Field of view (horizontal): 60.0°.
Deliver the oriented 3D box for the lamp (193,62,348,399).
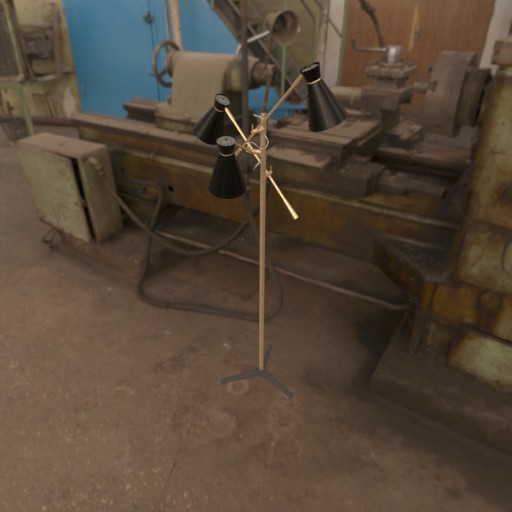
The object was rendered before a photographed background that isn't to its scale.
[{"bbox_3d":[0.000,0.000,2.173,0.750,1.804,0.653,8,33,12],"label":"lamp"}]
